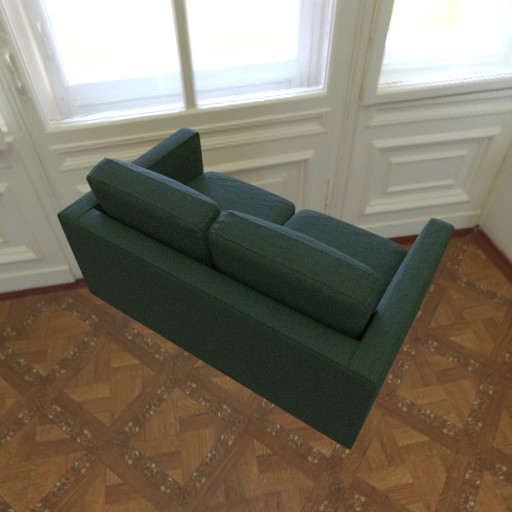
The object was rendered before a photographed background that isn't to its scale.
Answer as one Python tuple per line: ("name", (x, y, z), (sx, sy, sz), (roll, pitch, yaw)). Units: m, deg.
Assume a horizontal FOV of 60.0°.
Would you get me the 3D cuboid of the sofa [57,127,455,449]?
("sofa", (0.000, 0.000, 2.009), (1.430, 0.899, 0.879), (25, 52, 22))
